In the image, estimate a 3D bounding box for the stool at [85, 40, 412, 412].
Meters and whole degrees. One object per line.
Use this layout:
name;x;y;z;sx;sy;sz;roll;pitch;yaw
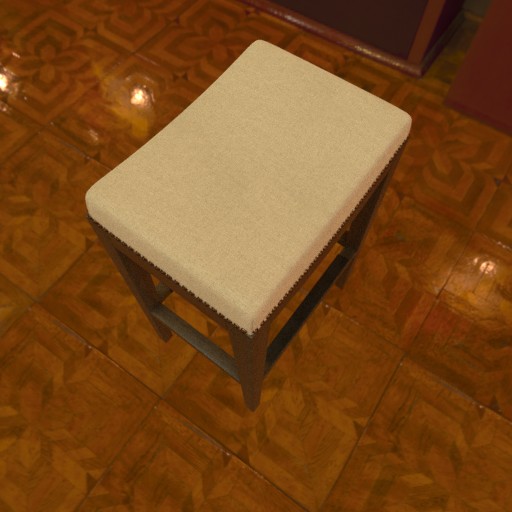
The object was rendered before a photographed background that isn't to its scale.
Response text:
stool;0.000;0.000;1.054;0.358;0.759;0.498;34;68;16
